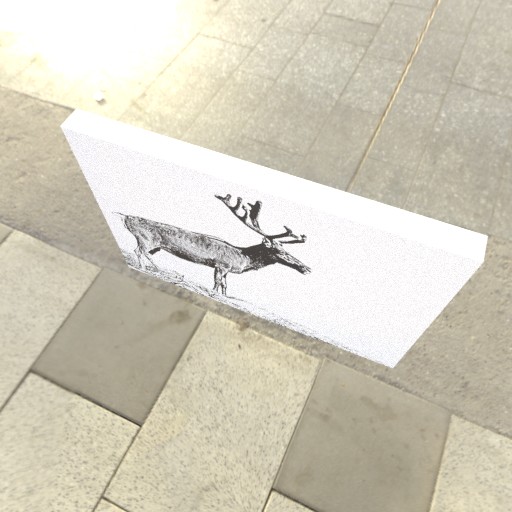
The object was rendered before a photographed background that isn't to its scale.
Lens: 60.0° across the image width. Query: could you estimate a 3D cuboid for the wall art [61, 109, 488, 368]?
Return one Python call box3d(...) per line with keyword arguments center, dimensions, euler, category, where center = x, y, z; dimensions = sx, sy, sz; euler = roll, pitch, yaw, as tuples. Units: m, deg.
box3d(center=(0.000, 0.000, 0.779), dimensions=(0.608, 0.414, 0.042), euler=(20, 60, 12), category="wall art")
